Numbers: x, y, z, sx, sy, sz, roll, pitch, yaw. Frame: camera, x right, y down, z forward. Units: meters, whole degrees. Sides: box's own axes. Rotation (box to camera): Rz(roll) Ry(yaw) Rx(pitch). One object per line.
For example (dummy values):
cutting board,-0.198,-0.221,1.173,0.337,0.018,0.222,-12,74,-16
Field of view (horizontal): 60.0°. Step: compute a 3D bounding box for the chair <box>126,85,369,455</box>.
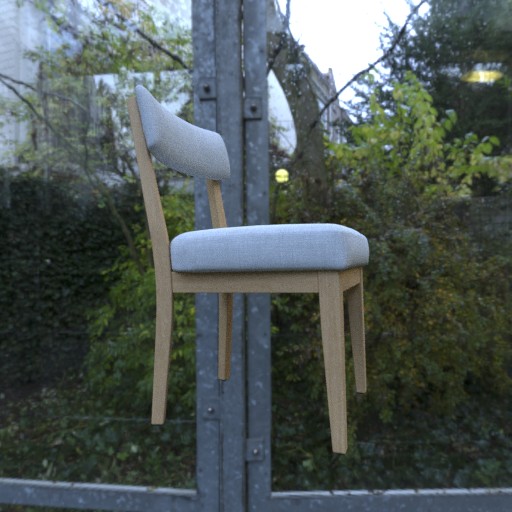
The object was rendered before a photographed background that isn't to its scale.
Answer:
chair,0.000,0.000,1.221,0.572,0.832,0.508,0,0,19
